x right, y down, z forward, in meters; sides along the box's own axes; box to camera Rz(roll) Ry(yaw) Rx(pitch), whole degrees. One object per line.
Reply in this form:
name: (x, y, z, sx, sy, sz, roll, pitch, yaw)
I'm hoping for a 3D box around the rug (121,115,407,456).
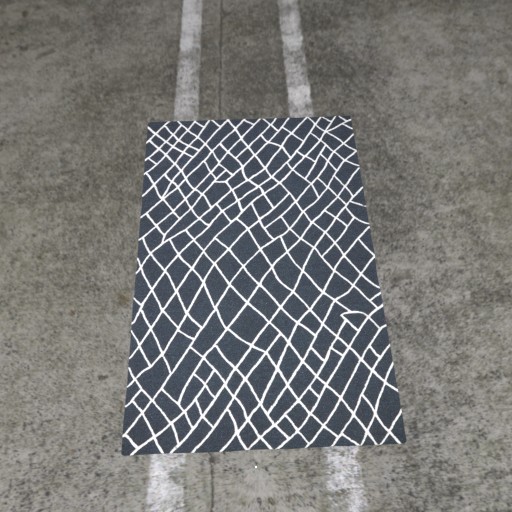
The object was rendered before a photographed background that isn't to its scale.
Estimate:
rug: (0.000, 0.000, 2.278, 1.223, 0.013, 1.830, -2, 65, -1)
